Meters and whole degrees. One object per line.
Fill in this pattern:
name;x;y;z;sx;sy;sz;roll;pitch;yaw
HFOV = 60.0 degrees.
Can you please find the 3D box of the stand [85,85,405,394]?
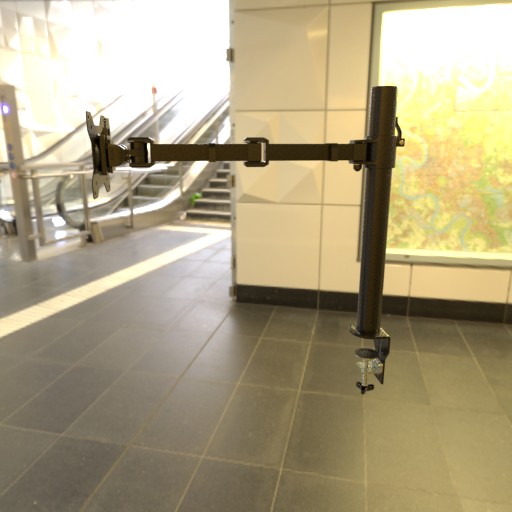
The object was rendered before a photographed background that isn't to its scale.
stand;0.000;0.000;0.704;0.456;0.510;0.115;-2;14;-7
